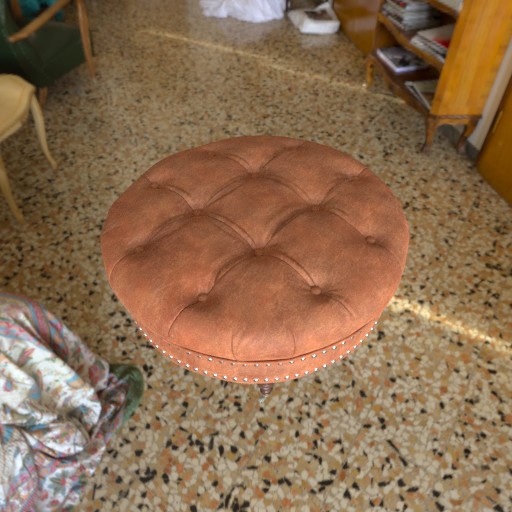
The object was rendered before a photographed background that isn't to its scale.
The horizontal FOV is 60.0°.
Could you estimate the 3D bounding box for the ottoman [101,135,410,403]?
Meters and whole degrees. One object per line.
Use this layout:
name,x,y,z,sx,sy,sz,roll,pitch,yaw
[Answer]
ottoman,0.000,0.000,1.424,0.901,0.444,0.901,0,46,0
